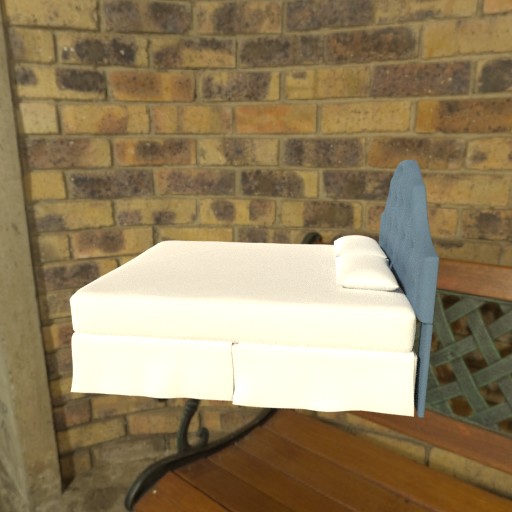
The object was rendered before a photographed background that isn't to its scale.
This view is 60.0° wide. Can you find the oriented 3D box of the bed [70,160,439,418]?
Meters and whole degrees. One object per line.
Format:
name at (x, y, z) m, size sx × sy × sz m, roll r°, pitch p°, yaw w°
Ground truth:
bed at (0.000, 0.000, 3.792) m, size 2.477 × 1.617 × 2.039 m, roll 2°, pitch 14°, yaw 8°
